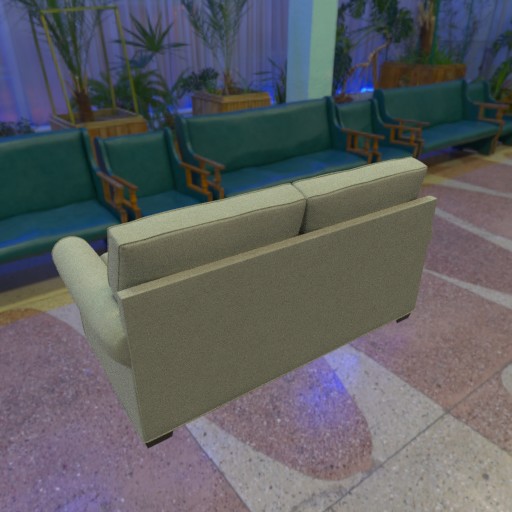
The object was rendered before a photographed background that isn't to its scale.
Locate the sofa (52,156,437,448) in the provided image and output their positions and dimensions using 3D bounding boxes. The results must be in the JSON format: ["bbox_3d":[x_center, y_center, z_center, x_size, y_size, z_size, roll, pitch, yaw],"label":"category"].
[{"bbox_3d":[0.000,0.000,2.257,1.774,0.933,0.861,-18,33,-29],"label":"sofa"}]
